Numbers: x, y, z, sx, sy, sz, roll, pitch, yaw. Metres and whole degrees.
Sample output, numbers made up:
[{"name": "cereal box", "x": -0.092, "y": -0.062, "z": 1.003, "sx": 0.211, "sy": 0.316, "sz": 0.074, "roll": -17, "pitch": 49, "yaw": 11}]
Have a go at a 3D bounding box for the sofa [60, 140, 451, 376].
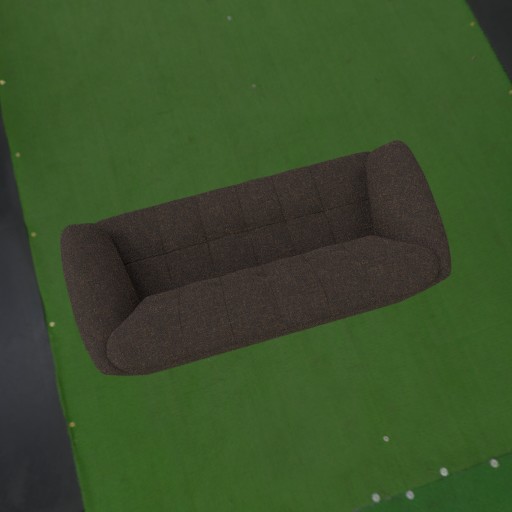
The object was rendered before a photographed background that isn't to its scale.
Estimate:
[{"name": "sofa", "x": 0.000, "y": 0.000, "z": 2.339, "sx": 1.849, "sy": 0.790, "sz": 0.887, "roll": -15, "pitch": 75, "yaw": -4}]
